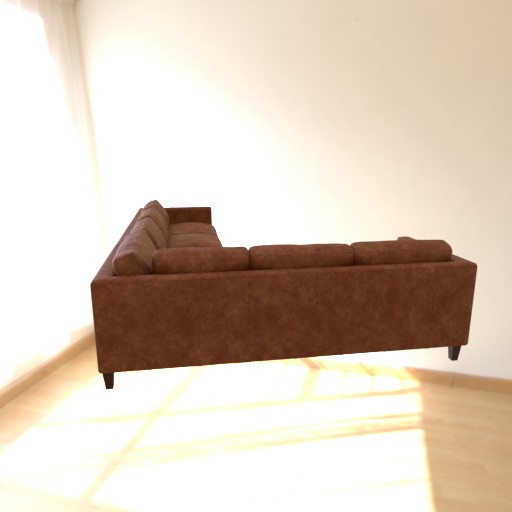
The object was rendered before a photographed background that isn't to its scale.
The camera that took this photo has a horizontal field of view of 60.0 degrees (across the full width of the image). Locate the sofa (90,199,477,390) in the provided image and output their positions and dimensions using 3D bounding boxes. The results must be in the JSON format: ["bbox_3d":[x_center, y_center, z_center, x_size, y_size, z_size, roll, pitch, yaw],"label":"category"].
[{"bbox_3d":[0.000,0.000,4.273,2.438,0.838,3.150,-2,14,-9],"label":"sofa"}]
